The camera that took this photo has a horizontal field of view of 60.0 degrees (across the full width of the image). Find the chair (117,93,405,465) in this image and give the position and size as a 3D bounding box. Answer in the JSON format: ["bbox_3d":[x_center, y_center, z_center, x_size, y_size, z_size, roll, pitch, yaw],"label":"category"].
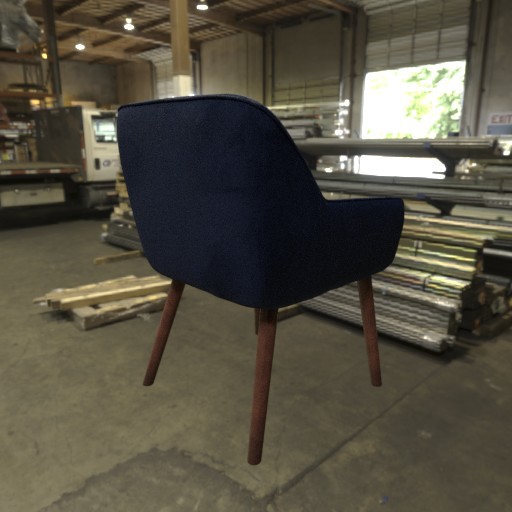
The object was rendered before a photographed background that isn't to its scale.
[{"bbox_3d":[0.000,0.000,1.263,0.600,0.820,0.600,-14,20,-42],"label":"chair"}]
